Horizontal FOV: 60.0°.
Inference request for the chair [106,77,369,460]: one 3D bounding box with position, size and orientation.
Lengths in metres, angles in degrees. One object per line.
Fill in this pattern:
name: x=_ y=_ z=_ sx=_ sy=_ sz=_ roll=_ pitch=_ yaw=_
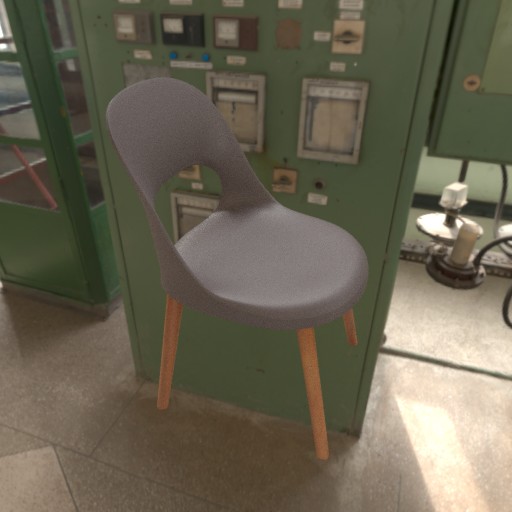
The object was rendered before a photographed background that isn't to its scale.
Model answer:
chair: x=0.000 y=0.000 z=1.114 sx=0.556 sy=0.794 sz=0.470 roll=11 pitch=34 yaw=17
